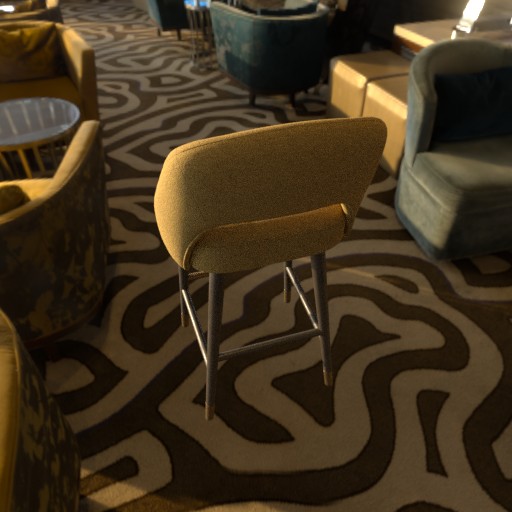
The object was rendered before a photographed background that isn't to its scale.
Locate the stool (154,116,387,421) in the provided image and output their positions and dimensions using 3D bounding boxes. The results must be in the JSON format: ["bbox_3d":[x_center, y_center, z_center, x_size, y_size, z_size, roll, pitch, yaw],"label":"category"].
[{"bbox_3d":[0.000,0.000,1.322,0.536,1.032,0.522,-12,42,-13],"label":"stool"}]
